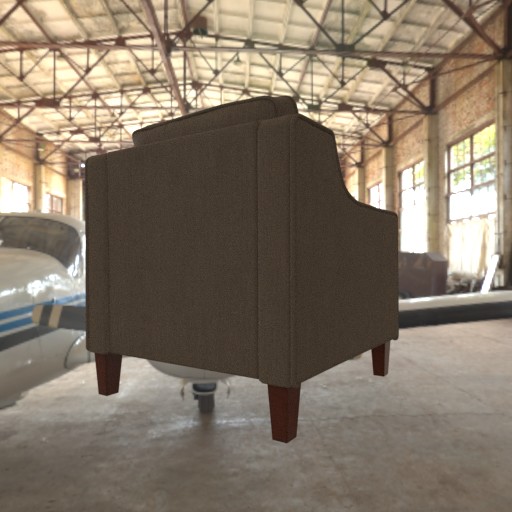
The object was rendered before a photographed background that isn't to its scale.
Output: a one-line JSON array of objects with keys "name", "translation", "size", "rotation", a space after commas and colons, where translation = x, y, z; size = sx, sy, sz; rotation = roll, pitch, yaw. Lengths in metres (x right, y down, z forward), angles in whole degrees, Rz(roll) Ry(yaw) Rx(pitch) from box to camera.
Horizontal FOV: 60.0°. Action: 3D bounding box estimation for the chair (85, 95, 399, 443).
[{"name": "chair", "translation": [0.000, 0.000, 1.681], "size": [0.831, 0.960, 0.909], "rotation": [0, -1, 34]}]
